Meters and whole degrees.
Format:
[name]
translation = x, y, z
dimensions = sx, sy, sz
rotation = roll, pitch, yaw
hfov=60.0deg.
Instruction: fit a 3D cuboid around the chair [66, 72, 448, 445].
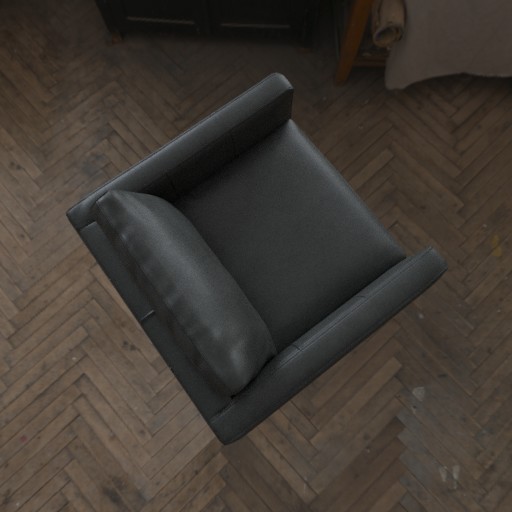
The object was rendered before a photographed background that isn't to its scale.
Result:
[chair]
translation = 0.000, 0.000, 1.532
dimensions = 0.861, 0.824, 0.967
rotation = -36, 79, -8
